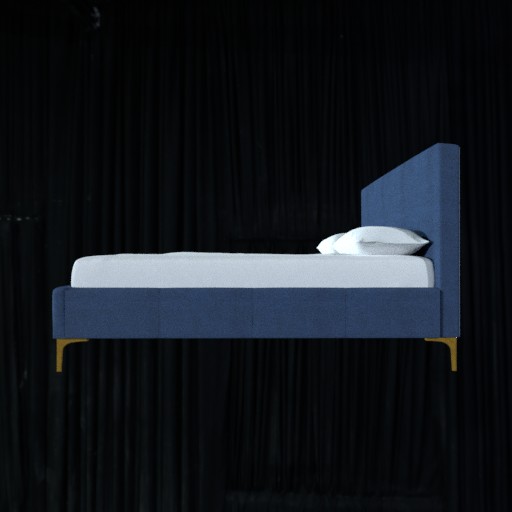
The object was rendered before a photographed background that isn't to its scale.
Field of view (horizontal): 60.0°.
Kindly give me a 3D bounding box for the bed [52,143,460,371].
[{"bbox_3d":[0.000,0.000,3.202,2.172,1.231,1.723,0,0,0],"label":"bed"}]
